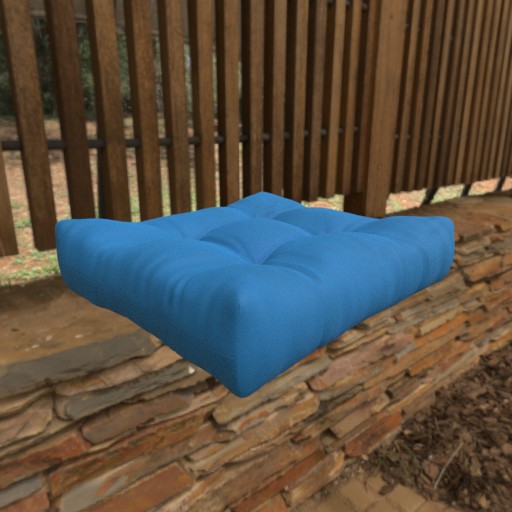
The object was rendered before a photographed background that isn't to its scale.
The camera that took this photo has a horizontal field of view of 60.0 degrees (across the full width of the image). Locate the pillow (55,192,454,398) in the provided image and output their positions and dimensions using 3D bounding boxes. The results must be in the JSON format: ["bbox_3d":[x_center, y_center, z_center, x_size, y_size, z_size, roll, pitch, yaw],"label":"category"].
[{"bbox_3d":[0.000,0.000,0.724,0.490,0.128,0.468,-16,23,-42],"label":"pillow"}]
